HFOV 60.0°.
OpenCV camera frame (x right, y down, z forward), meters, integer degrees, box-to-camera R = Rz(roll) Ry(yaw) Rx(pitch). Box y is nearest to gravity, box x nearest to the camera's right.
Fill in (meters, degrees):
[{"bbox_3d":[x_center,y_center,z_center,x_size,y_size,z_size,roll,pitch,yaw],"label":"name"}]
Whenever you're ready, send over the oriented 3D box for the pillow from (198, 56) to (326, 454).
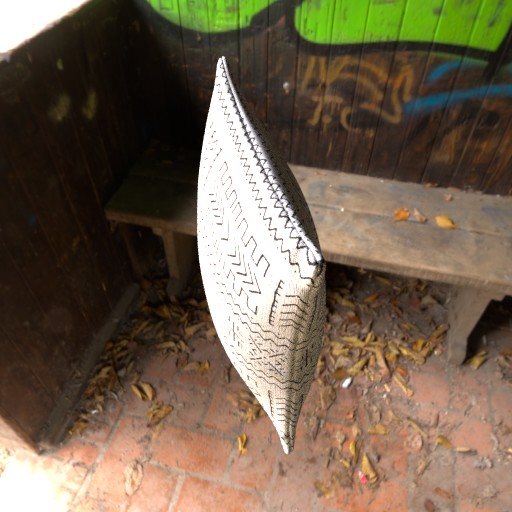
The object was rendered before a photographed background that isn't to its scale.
[{"bbox_3d":[0.000,0.000,0.661,0.164,0.430,0.438,-10,48,-9],"label":"pillow"}]
